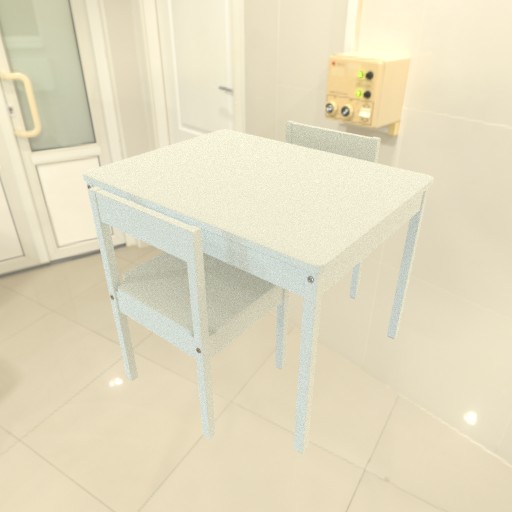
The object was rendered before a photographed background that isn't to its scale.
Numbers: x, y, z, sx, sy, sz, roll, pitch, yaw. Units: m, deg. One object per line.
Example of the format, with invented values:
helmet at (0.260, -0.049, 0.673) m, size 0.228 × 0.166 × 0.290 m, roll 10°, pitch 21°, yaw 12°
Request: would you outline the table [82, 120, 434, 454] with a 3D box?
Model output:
table at (0.000, 0.000, 1.120) m, size 0.650 × 0.503 × 0.672 m, roll 22°, pitch 38°, yaw 33°
